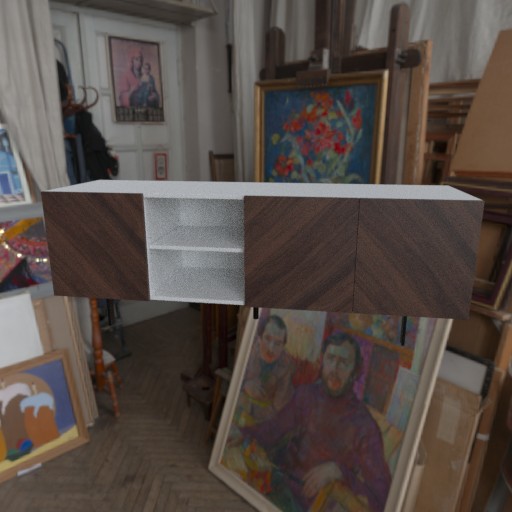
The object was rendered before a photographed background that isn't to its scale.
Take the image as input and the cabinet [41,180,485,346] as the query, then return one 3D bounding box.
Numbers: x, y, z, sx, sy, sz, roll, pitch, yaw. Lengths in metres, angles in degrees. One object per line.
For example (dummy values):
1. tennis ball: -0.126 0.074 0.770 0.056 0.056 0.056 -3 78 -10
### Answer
1. cabinet: 0.000 0.000 1.758 1.499 0.533 0.431 2 16 9
